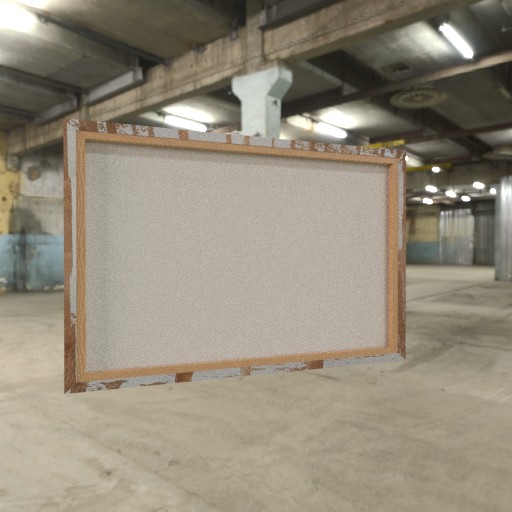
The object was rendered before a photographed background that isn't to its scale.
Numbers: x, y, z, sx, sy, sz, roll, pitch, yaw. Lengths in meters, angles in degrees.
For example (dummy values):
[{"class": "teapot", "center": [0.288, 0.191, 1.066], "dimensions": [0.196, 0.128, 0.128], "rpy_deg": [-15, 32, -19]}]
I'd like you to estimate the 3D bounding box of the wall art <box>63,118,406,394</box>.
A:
[{"class": "wall art", "center": [0.000, 0.000, 1.150], "dimensions": [0.914, 0.609, 0.035], "rpy_deg": [0, 0, -20]}]
